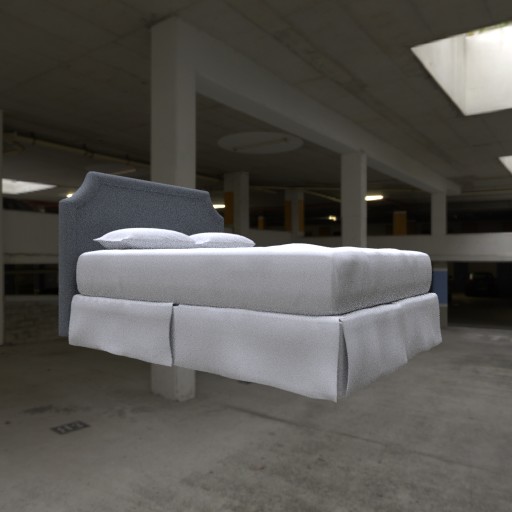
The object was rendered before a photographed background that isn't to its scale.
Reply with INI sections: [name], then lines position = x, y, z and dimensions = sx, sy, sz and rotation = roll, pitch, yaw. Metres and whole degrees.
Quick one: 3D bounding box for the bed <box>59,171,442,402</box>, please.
[bed]
position = 0.000, 0.000, 3.284
dimensions = 2.259, 1.296, 1.811
rotation = 0, 0, 36
